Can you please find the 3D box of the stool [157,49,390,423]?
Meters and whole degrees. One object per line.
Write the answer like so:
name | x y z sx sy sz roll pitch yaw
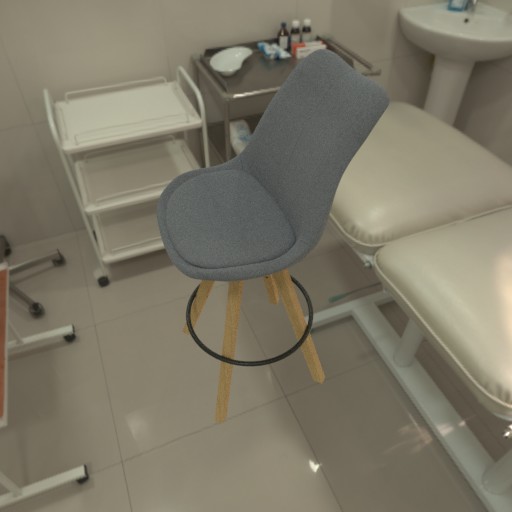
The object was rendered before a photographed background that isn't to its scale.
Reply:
stool | 0.000 0.000 1.402 0.550 1.115 0.485 -17 48 -16
